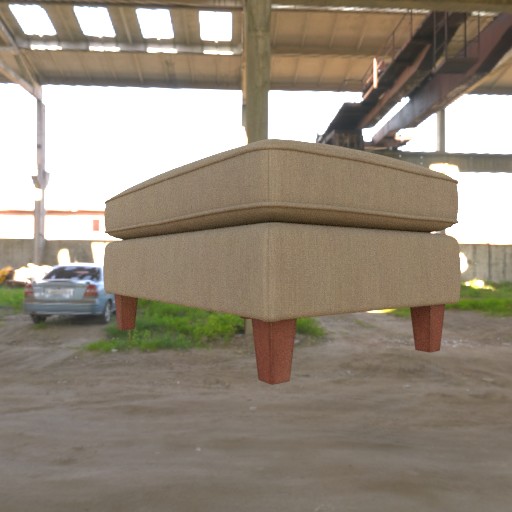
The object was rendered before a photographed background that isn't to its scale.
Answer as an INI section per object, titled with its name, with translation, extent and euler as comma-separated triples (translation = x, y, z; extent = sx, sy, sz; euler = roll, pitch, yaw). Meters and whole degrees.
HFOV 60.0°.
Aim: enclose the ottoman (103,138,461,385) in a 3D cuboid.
[ottoman]
translation = 0.000, 0.000, 1.296
extent = 0.636, 0.480, 0.941
euler = 1, -1, -36
